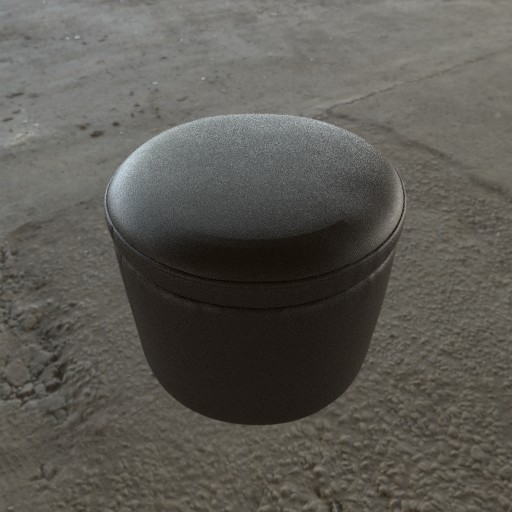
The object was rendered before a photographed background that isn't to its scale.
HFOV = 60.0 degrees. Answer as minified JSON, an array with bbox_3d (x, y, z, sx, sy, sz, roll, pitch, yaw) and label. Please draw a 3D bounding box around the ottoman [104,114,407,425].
[{"bbox_3d":[0.000,0.000,0.857,0.500,0.409,0.500,0,42,0],"label":"ottoman"}]
